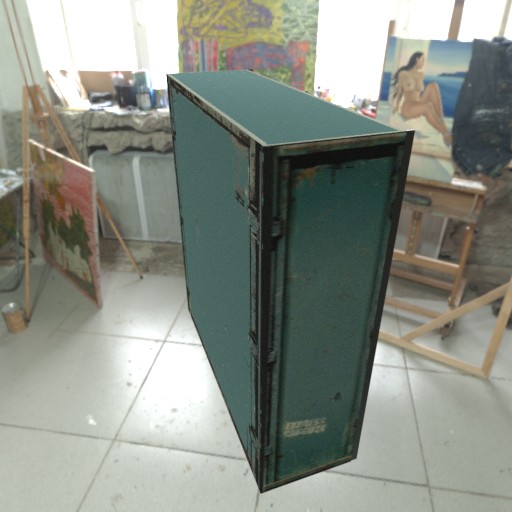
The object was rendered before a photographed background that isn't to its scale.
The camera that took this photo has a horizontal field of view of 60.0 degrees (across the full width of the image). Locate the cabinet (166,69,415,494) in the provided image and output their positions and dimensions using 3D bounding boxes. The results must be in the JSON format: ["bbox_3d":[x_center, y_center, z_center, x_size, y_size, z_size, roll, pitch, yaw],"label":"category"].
[{"bbox_3d":[0.000,0.000,3.099,0.680,2.160,2.000,-10,32,-17],"label":"cabinet"}]
